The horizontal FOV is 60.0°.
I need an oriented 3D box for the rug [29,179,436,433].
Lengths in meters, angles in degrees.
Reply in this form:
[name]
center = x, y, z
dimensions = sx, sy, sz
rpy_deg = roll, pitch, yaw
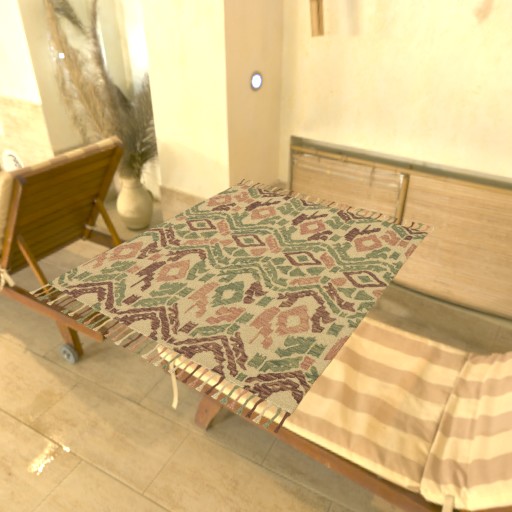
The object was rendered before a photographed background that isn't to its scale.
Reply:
[rug]
center = 0.000, 0.000, 4.074
dimensions = 2.438, 0.010, 3.048
rpy_deg = 19, 36, 29
